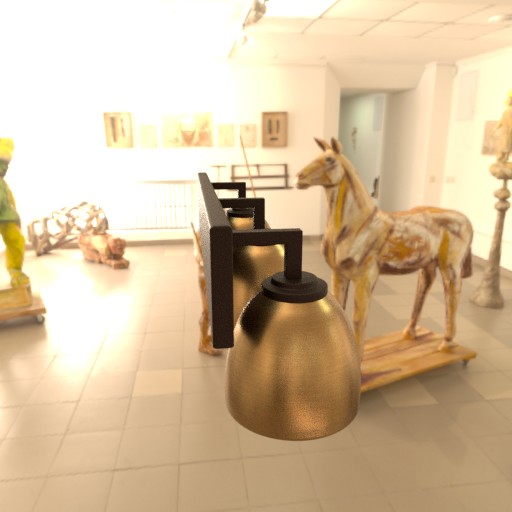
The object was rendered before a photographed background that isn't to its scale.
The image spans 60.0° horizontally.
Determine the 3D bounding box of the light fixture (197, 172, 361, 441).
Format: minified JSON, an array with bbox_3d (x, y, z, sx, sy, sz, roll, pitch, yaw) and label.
[{"bbox_3d":[0.000,0.000,0.663,0.157,0.204,0.582,-2,16,-8],"label":"light fixture"}]
